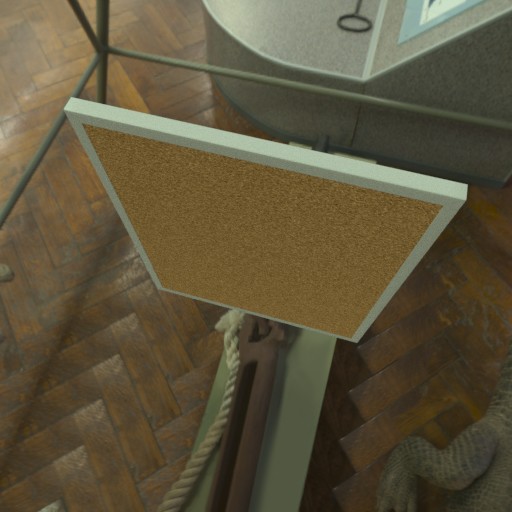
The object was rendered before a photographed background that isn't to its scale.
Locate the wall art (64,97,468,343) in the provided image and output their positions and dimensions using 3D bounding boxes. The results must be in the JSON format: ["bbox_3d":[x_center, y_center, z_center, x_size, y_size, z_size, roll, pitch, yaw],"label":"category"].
[{"bbox_3d":[0.000,0.000,0.715,0.444,0.536,0.020,14,65,7],"label":"wall art"}]
